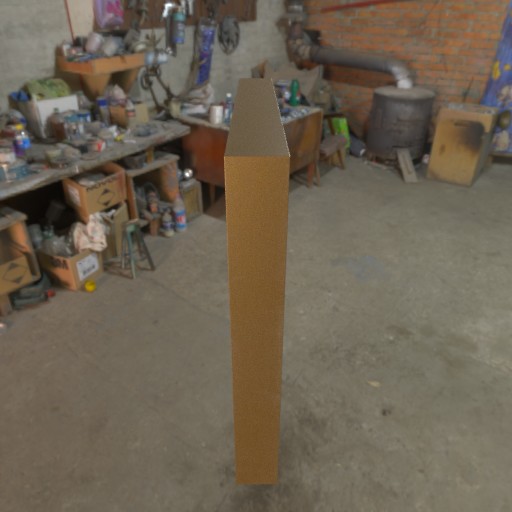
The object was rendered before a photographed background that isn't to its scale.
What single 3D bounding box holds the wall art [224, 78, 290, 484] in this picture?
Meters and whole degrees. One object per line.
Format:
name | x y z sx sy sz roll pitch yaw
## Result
wall art | 0.000 0.000 0.461 0.038 0.305 0.306 0 30 0
